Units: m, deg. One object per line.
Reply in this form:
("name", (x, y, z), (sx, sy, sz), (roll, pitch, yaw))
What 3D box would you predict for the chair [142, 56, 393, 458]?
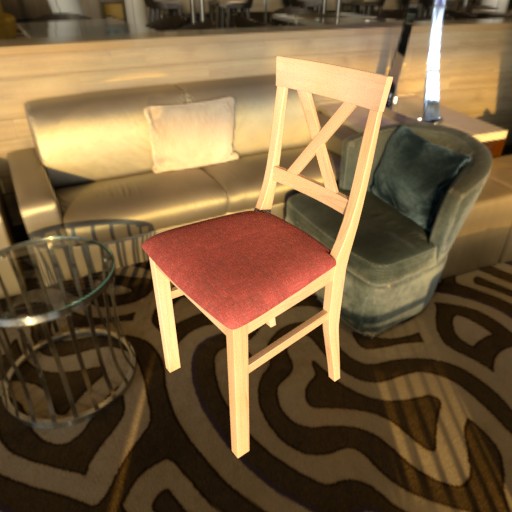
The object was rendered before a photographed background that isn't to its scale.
("chair", (0.000, 0.000, 1.190), (0.492, 0.912, 0.439), (-22, 38, -31))
